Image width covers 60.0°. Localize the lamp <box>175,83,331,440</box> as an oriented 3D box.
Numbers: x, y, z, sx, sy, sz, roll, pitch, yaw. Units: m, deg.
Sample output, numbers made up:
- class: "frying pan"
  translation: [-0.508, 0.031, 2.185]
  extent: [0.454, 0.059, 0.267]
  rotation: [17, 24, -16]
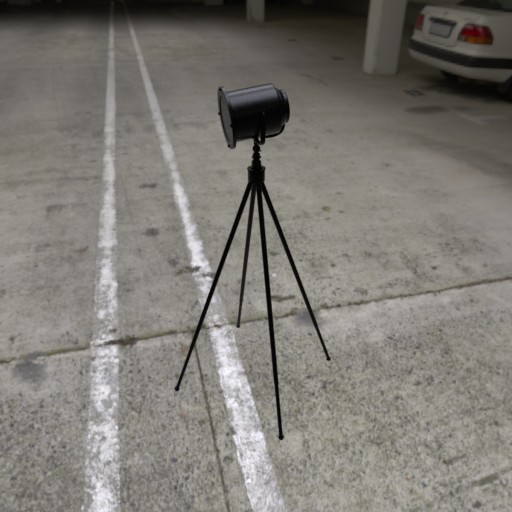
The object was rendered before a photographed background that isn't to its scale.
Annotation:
- class: "lamp"
  translation: [0.000, 0.000, 2.060]
  extent: [0.884, 1.504, 0.879]
  rotation: [-8, 30, -13]
